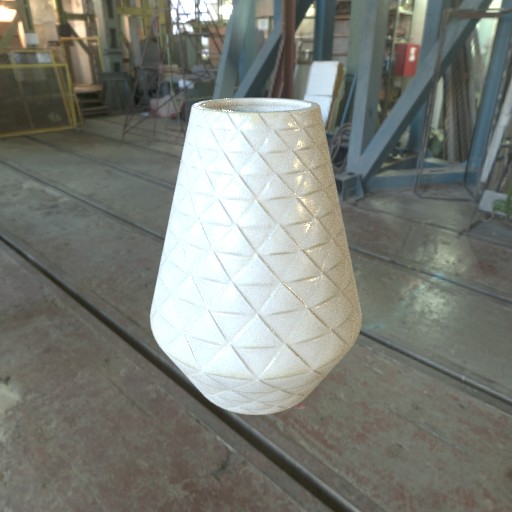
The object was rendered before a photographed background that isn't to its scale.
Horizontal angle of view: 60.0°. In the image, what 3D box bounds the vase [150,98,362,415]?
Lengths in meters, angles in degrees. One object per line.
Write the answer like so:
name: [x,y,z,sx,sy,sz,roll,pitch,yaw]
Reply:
vase: [0.000,0.000,0.354,0.175,0.230,0.175,0,25,0]
